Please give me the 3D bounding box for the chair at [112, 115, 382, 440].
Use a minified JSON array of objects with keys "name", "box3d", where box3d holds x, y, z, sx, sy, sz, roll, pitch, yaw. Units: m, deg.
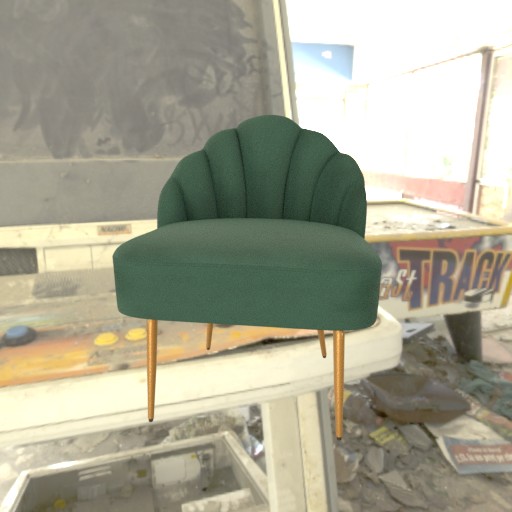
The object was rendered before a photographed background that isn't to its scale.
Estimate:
[{"name":"chair","box3d":[0.000,0.000,1.283,0.657,0.819,0.599,2,14,9]}]
